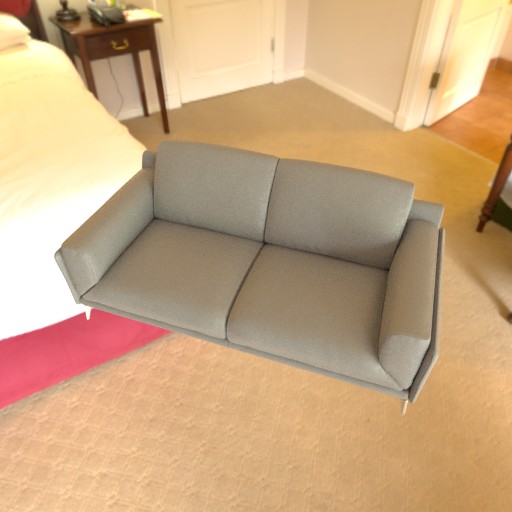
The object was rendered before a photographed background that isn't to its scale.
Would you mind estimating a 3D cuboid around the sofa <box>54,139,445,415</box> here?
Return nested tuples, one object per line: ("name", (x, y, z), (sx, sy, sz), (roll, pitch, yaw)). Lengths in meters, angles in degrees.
("sofa", (0.000, 0.000, 2.682), (2.101, 0.930, 1.049), (13, 43, 14))
